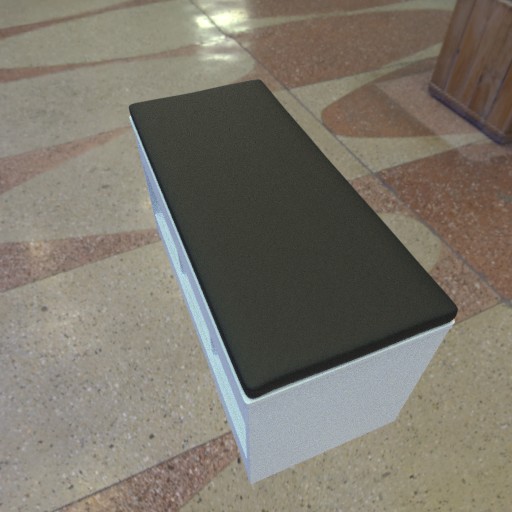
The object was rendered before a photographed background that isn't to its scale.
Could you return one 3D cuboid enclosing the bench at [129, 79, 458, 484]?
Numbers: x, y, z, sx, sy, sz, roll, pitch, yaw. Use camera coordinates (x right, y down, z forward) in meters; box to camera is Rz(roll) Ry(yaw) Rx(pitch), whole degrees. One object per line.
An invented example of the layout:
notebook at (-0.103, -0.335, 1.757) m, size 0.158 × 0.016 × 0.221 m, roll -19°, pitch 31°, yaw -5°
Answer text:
bench at (0.000, 0.000, 1.164) m, size 0.401 × 0.500 × 0.899 m, roll -17°, pitch 50°, yaw -15°
